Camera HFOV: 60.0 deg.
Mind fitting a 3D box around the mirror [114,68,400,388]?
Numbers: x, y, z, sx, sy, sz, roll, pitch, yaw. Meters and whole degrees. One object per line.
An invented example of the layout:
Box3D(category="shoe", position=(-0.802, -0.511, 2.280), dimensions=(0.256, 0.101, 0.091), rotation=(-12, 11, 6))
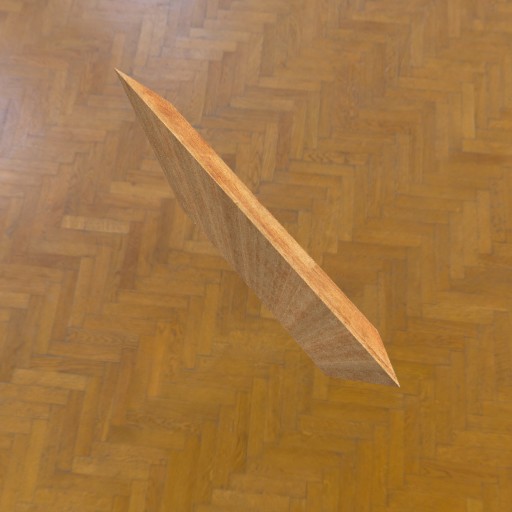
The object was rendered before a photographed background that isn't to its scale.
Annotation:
Box3D(category="mirror", position=(0.000, 0.000, 0.973), dimensions=(0.047, 0.651, 0.651), rotation=(-40, 79, -9))
